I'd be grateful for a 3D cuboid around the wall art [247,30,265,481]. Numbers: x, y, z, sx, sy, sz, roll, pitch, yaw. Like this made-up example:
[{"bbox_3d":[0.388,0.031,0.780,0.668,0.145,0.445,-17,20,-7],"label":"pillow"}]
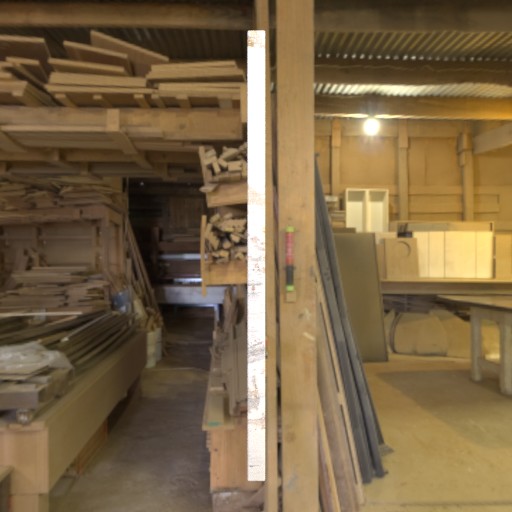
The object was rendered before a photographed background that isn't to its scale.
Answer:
[{"bbox_3d":[0.000,0.000,1.508,0.040,1.018,1.015,0,0,0],"label":"wall art"}]
